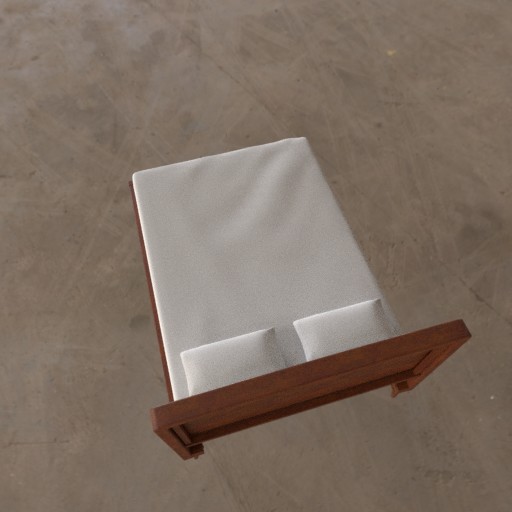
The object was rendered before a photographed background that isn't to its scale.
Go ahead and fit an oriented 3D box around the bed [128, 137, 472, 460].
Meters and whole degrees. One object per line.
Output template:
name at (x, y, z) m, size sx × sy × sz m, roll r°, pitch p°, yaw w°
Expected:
bed at (0.000, 0.000, 3.128) m, size 1.587 × 1.275 × 2.196 m, roll -14°, pitch 59°, yaw -8°
